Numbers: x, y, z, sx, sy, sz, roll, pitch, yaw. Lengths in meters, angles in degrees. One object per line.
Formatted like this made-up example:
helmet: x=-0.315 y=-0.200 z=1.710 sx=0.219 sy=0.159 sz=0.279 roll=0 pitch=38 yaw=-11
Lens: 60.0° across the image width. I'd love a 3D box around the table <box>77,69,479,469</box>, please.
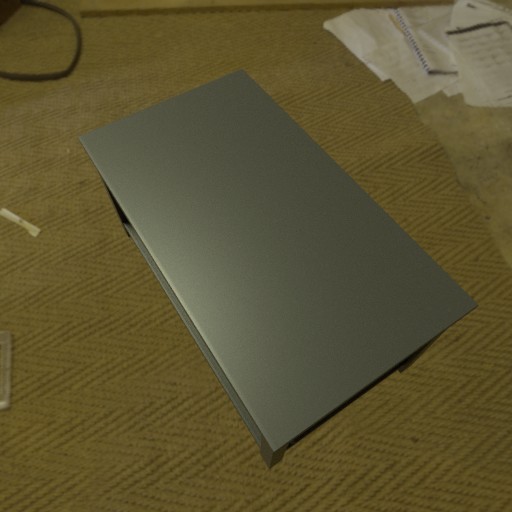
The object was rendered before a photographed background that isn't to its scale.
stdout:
table: x=0.000 y=0.000 z=1.426 sx=0.612 sy=0.493 sz=1.068 roll=-29 pitch=63 yaw=-16
